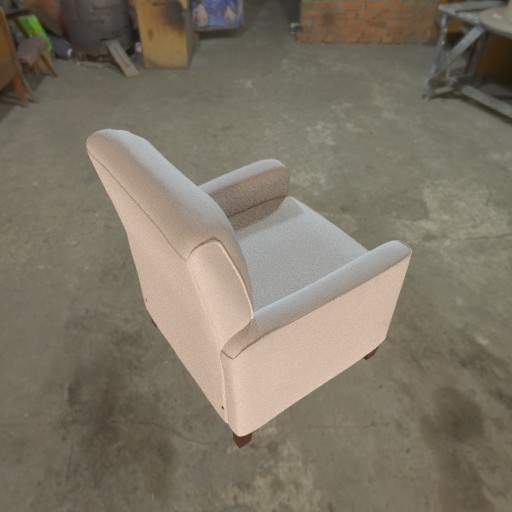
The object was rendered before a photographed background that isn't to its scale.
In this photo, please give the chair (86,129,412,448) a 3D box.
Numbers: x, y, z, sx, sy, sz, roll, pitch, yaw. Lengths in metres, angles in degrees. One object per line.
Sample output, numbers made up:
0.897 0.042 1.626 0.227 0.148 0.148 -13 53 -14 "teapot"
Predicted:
0.000 0.000 1.679 0.858 1.028 0.841 -26 48 -26 "chair"
